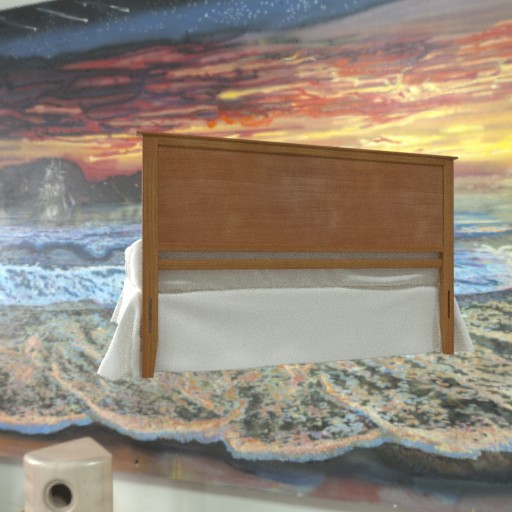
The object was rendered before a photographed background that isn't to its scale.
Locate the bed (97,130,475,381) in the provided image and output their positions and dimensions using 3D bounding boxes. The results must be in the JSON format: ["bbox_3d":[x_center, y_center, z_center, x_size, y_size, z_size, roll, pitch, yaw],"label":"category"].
[{"bbox_3d":[0.000,0.000,3.571,2.317,1.270,2.215,0,0,-17],"label":"bed"}]
